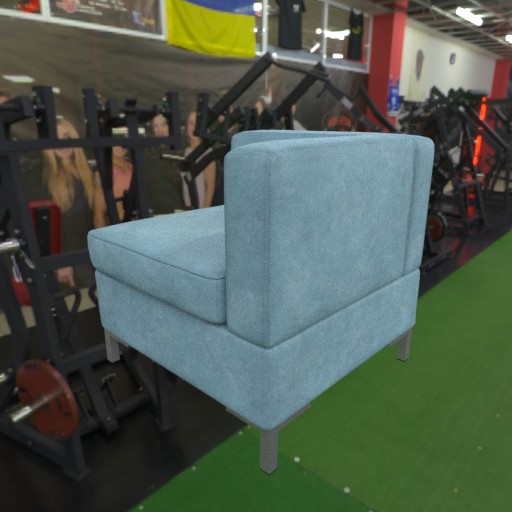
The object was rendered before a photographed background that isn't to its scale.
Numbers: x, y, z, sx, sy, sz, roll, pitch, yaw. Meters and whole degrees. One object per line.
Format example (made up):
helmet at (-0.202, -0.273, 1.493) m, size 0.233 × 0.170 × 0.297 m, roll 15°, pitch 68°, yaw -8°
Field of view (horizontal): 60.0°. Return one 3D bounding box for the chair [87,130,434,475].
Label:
chair at (0.000, 0.000, 1.232) m, size 0.691 × 0.660 × 0.684 m, roll 16°, pitch 24°, yaw 41°
